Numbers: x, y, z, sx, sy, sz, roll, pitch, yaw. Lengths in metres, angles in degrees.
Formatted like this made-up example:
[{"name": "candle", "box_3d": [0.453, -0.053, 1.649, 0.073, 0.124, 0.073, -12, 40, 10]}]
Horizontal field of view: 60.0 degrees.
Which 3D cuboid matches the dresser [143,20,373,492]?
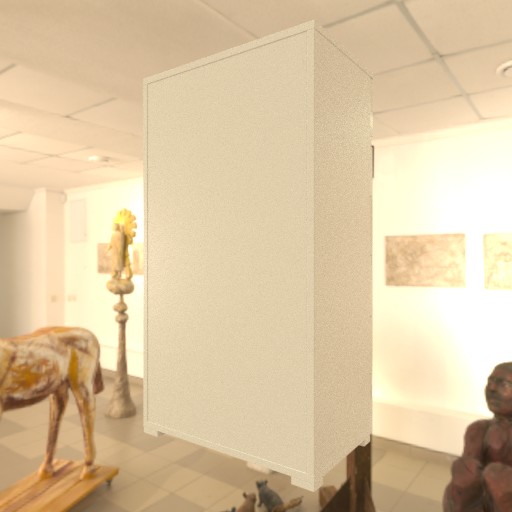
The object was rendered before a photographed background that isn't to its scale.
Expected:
[{"name": "dresser", "box_3d": [0.000, 0.000, 1.467, 0.650, 1.190, 0.400, 0, 0, 36]}]
